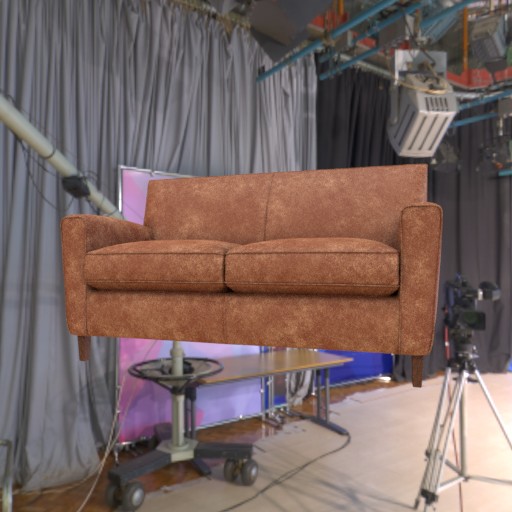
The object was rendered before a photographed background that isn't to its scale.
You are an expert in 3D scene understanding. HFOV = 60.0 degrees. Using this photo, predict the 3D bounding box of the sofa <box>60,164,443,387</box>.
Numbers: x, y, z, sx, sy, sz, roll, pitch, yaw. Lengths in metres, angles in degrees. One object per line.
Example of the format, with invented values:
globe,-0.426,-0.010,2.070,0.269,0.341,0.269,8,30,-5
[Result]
sofa,0.000,0.000,1.961,1.473,0.871,0.787,0,-1,17
